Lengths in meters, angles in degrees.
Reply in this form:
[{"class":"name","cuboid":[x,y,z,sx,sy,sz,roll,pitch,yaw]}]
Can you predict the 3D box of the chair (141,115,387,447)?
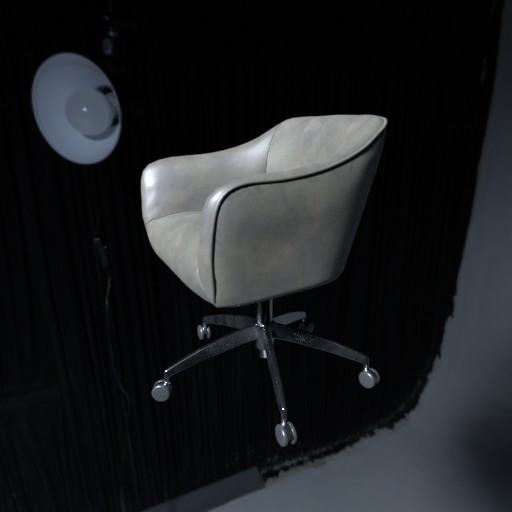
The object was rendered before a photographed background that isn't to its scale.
[{"class":"chair","cuboid":[0.000,0.000,1.355,0.689,0.827,0.713,-8,18,-24]}]
